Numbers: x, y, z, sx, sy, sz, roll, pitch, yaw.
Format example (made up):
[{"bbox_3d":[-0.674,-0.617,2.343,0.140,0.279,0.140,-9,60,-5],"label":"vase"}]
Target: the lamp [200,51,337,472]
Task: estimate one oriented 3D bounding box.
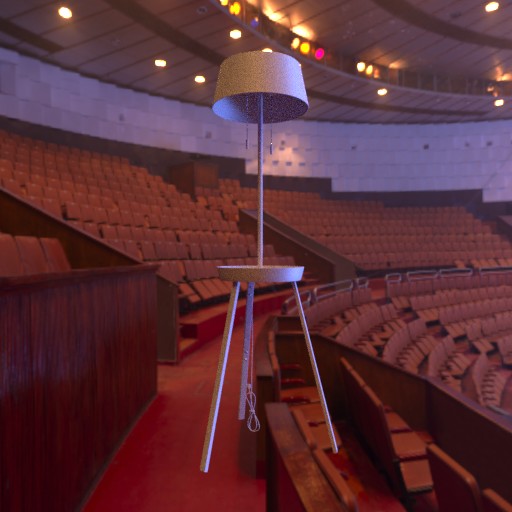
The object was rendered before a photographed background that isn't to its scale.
[{"bbox_3d":[0.000,0.000,1.723,0.508,1.429,0.468,0,0,-18],"label":"lamp"}]
